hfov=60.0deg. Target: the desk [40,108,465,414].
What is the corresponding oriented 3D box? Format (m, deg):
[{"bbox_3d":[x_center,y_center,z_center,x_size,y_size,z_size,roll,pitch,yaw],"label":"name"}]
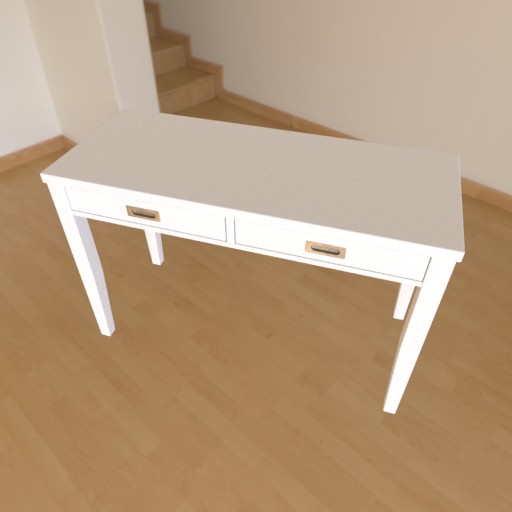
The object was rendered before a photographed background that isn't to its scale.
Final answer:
[{"bbox_3d":[0.000,0.000,1.645,1.220,0.775,0.508,12,43,13],"label":"desk"}]
